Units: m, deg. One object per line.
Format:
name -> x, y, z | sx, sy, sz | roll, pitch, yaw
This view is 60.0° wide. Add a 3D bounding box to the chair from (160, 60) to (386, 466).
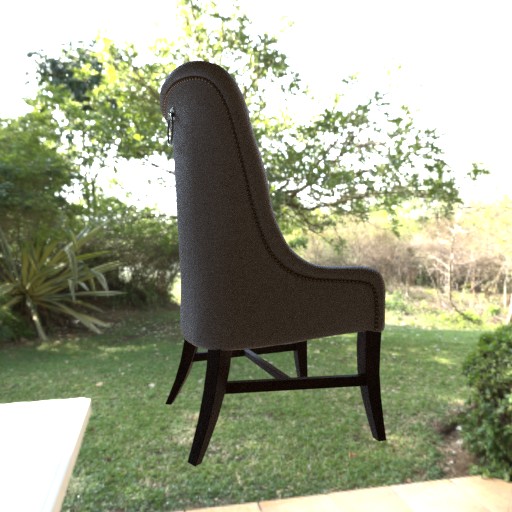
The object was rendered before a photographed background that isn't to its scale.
chair -> 0.000, 0.000, 1.484 | 0.629, 1.091, 0.634 | 0, 0, -18
